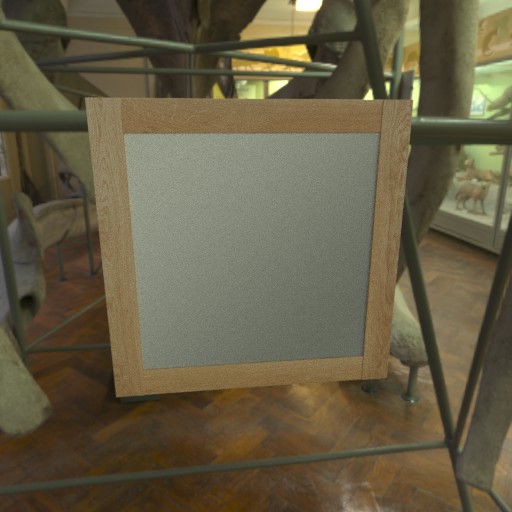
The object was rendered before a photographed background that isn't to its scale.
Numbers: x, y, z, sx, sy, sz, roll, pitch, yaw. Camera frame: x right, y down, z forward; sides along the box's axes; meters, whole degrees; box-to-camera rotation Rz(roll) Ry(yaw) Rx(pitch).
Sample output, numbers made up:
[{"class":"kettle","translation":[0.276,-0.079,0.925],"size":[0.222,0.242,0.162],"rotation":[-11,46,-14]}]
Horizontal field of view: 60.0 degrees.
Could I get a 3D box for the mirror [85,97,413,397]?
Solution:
[{"class":"mirror","translation":[0.000,0.000,1.197],"size":[0.800,0.800,0.020],"rotation":[-2,17,-7]}]
